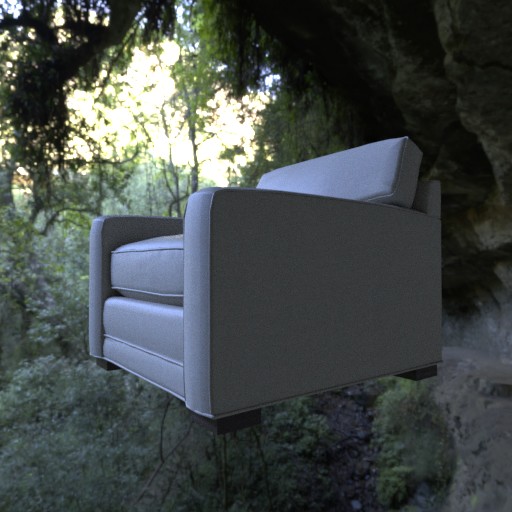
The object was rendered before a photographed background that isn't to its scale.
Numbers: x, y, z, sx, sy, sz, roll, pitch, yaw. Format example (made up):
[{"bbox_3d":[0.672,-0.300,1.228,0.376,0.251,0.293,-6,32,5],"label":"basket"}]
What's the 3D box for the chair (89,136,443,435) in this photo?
[{"bbox_3d":[0.000,0.000,1.774,1.043,0.913,0.998,1,-1,-37],"label":"chair"}]
